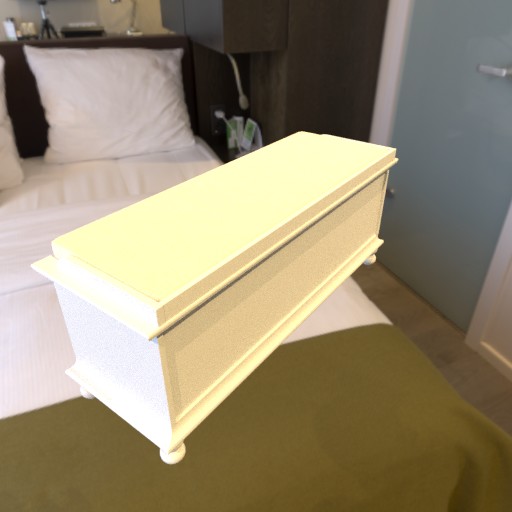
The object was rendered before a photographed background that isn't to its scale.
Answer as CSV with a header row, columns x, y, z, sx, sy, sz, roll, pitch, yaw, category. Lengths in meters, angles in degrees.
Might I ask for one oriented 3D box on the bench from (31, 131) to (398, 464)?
x,y,z,sx,sy,sz,roll,pitch,yaw,category
0.000,0.000,1.418,0.402,0.486,1.185,22,38,31,bench
